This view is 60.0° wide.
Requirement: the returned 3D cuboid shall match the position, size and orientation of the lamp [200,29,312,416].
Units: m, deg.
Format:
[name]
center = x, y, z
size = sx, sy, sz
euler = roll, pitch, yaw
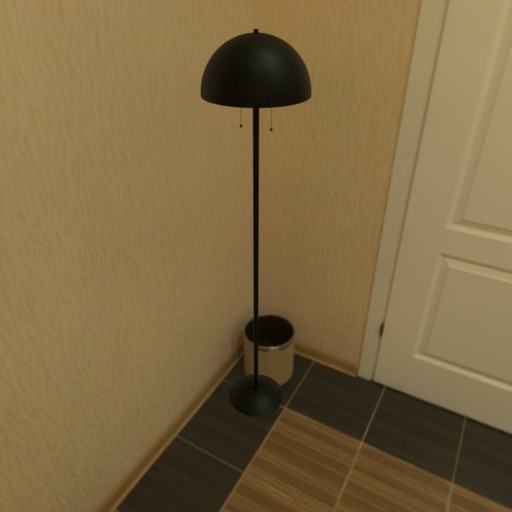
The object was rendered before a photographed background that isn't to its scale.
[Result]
[lamp]
center = 0.000, 0.000, 1.617
size = 0.328, 1.480, 0.328
euler = 0, 32, 0
